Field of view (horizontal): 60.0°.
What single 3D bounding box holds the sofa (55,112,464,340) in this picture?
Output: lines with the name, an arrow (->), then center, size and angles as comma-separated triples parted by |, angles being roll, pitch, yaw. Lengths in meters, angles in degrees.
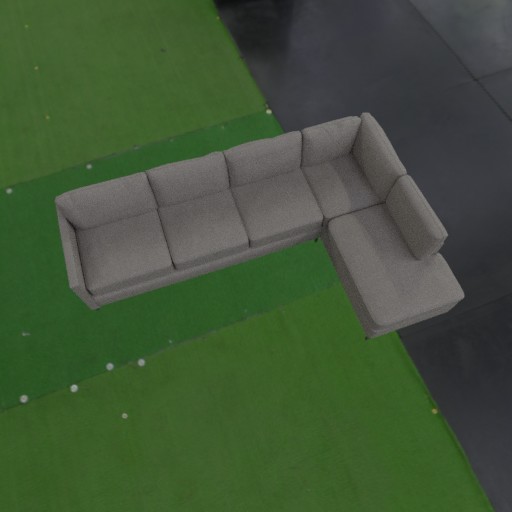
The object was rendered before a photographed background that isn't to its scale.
sofa -> 0.000, 0.000, 4.241 | 3.331, 0.964, 2.077 | -17, 65, -8
